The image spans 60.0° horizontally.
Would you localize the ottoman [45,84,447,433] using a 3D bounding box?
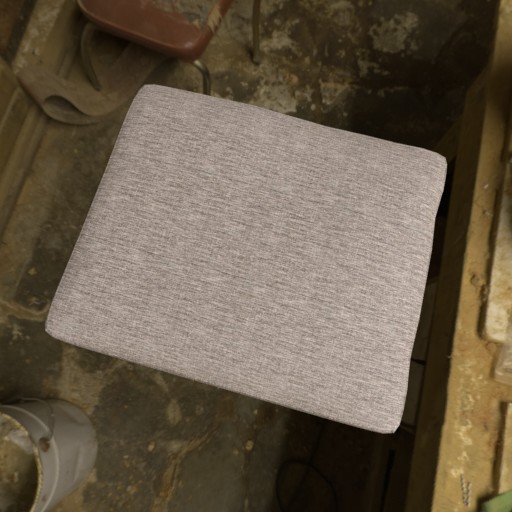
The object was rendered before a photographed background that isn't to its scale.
[{"bbox_3d":[0.000,0.000,1.448,0.994,0.492,0.839,15,75,4],"label":"ottoman"}]
